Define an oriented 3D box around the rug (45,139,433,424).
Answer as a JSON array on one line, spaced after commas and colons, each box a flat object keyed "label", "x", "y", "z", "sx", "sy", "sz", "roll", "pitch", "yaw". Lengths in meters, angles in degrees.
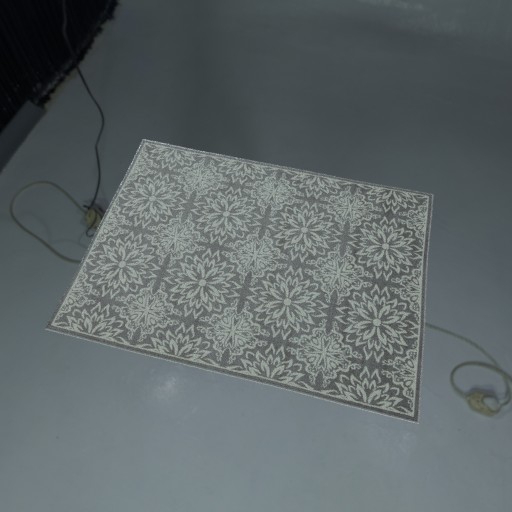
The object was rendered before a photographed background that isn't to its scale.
[{"label": "rug", "x": 0.000, "y": 0.000, "z": 2.915, "sx": 2.213, "sy": 0.014, "sz": 1.608, "roll": 12, "pitch": 60, "yaw": 7}]
